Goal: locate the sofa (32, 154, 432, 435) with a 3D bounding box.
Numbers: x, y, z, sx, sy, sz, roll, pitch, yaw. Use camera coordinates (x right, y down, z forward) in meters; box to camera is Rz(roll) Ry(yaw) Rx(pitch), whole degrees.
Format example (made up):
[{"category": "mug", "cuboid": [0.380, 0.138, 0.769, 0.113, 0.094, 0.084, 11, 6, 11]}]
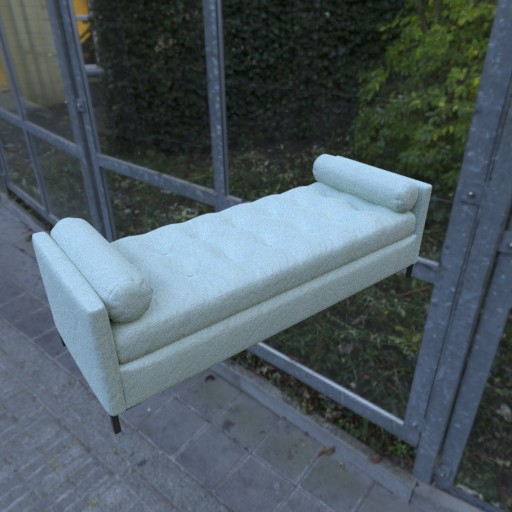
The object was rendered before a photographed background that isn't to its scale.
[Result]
[{"category": "sofa", "cuboid": [0.000, 0.000, 2.502, 2.102, 0.705, 0.796, -21, 35, -32]}]
